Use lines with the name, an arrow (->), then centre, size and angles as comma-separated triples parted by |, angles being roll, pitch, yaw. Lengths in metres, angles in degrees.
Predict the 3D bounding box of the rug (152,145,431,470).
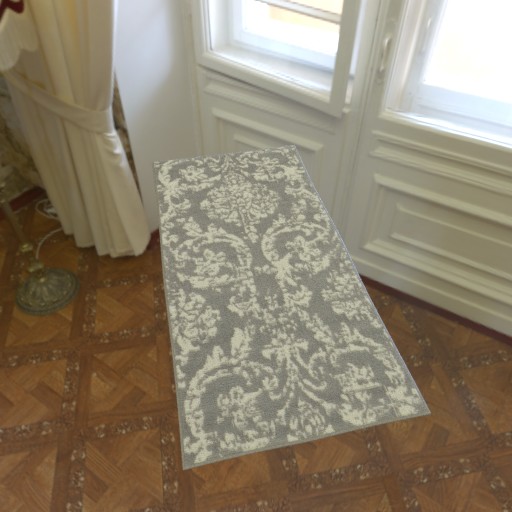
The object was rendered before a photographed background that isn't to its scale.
rug -> 0.000, 0.000, 1.443 | 0.604, 0.007, 1.219 | -9, 47, -9
